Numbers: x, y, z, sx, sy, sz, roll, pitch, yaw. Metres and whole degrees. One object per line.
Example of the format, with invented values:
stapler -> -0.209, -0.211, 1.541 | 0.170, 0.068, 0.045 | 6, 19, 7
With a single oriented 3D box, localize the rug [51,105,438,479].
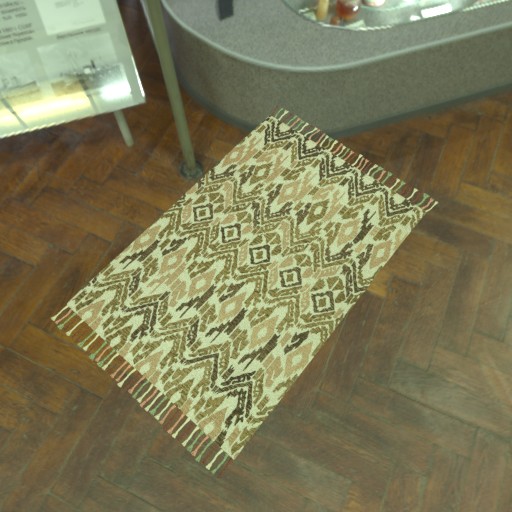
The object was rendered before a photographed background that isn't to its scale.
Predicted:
rug -> 0.000, 0.000, 3.102 | 1.524, 0.008, 2.438 | 37, 69, 16
